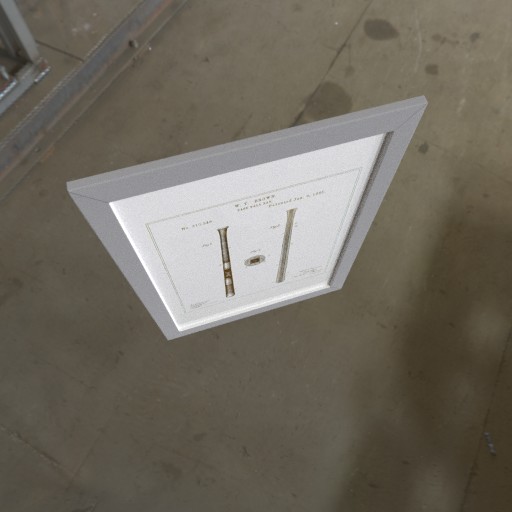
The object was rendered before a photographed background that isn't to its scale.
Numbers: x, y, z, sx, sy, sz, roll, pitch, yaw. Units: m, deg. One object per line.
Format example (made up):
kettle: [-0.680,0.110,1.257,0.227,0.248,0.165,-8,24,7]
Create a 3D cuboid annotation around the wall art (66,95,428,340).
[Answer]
wall art: [0.000,0.000,0.679,0.374,0.529,0.012,-16,65,-8]
